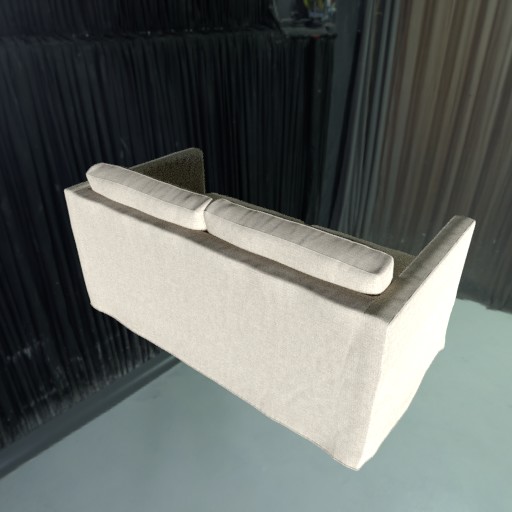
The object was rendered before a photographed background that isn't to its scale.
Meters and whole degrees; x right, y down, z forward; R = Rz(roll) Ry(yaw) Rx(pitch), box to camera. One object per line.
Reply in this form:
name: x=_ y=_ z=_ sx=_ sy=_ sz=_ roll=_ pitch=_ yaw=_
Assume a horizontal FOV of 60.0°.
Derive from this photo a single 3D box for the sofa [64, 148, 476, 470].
sofa: x=0.000 y=0.000 z=2.216 sx=1.766 sy=0.828 sz=0.956 roll=22 pitch=37 yaw=32
